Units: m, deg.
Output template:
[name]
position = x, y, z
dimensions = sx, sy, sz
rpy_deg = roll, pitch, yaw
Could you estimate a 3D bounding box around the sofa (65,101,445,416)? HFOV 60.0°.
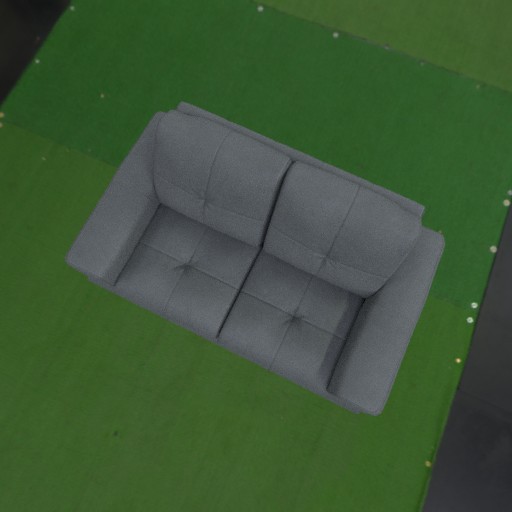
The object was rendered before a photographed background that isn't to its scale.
[sofa]
position = 0.000, 0.000, 2.400
dimensions = 1.806, 0.907, 1.018
rpy_deg = 25, 77, 6
